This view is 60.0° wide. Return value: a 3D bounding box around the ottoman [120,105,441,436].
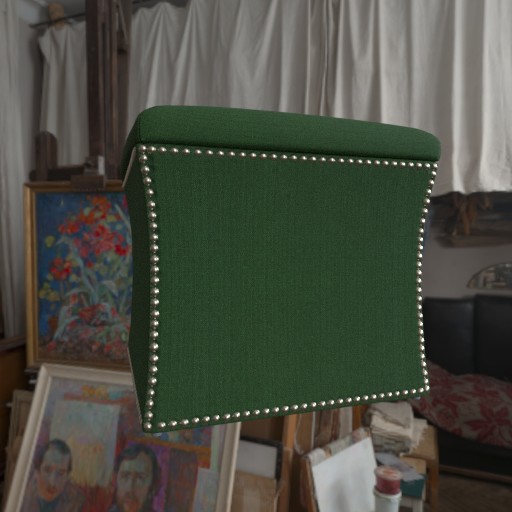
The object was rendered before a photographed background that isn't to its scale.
[{"bbox_3d":[0.000,0.000,0.882,0.507,0.475,0.497,-1,3,-18],"label":"ottoman"}]
